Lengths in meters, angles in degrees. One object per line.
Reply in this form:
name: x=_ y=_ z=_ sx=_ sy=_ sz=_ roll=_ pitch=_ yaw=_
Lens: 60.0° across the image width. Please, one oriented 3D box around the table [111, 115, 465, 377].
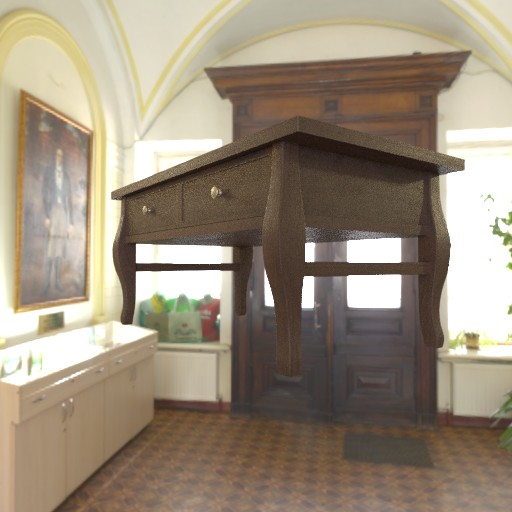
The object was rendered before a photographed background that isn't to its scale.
table: x=0.000 y=0.000 z=1.412 sx=0.600 sy=0.494 sz=1.062 roll=1 pitch=-1 yaw=-36
